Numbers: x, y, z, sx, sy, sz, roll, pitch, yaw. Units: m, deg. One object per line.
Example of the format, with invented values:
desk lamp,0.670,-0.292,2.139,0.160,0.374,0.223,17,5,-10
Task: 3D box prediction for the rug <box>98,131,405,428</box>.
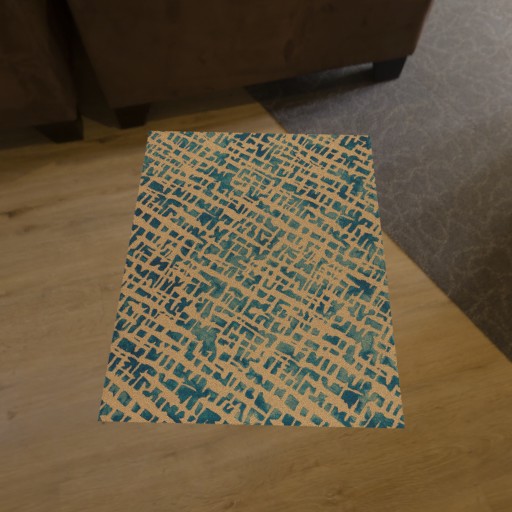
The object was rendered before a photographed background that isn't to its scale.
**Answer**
rug,0.000,0.000,4.182,2.435,0.007,3.007,1,63,1
